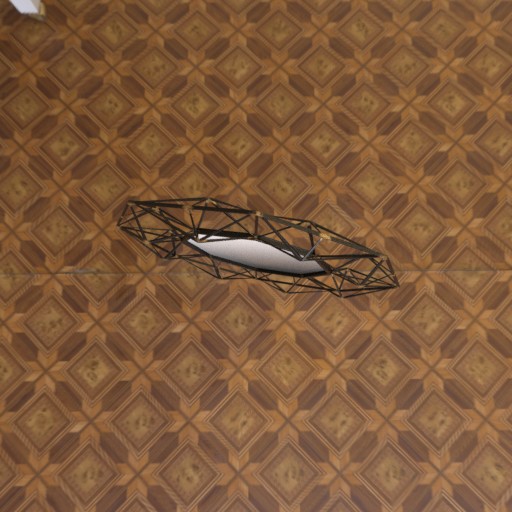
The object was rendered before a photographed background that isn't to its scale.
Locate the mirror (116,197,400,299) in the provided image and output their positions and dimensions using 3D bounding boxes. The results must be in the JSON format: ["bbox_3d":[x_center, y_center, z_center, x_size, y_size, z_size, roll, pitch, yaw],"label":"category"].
[{"bbox_3d":[0.000,0.000,1.083,0.710,0.710,0.094,12,78,3],"label":"mirror"}]
